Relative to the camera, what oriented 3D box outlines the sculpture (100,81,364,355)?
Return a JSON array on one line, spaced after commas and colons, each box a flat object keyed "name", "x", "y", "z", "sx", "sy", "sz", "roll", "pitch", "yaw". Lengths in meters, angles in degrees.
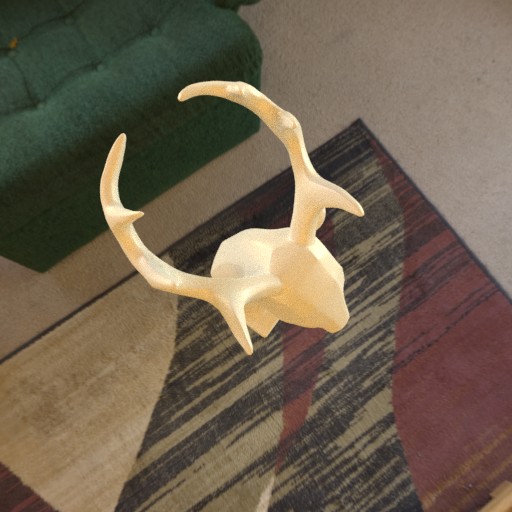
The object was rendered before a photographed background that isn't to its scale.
[{"name": "sculpture", "x": 0.000, "y": 0.000, "z": 0.451, "sx": 0.224, "sy": 0.329, "sz": 0.174, "roll": 36, "pitch": 79, "yaw": 8}]
